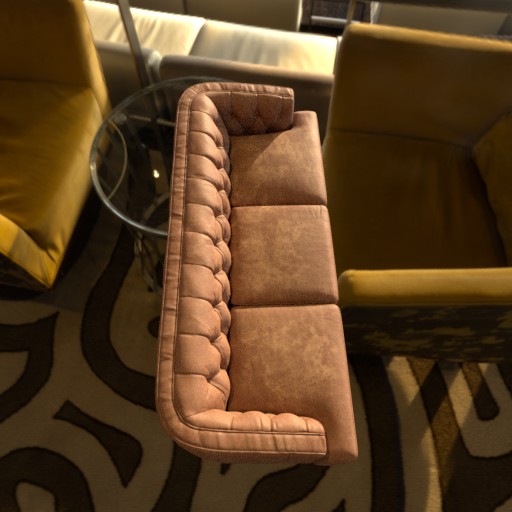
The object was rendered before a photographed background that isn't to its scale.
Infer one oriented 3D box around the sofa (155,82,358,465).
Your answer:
[{"bbox_3d":[0.000,0.000,2.627,0.922,0.791,2.257,-1,62,-1],"label":"sofa"}]
